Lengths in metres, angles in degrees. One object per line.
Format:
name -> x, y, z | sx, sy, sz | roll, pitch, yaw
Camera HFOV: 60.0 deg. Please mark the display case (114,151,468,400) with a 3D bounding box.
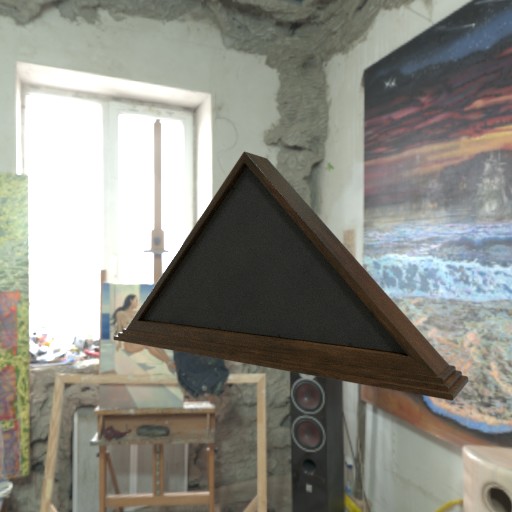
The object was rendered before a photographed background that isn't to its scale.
display case -> 0.000, 0.000, 0.748 | 0.640, 0.340, 0.095 | 0, 0, 35
